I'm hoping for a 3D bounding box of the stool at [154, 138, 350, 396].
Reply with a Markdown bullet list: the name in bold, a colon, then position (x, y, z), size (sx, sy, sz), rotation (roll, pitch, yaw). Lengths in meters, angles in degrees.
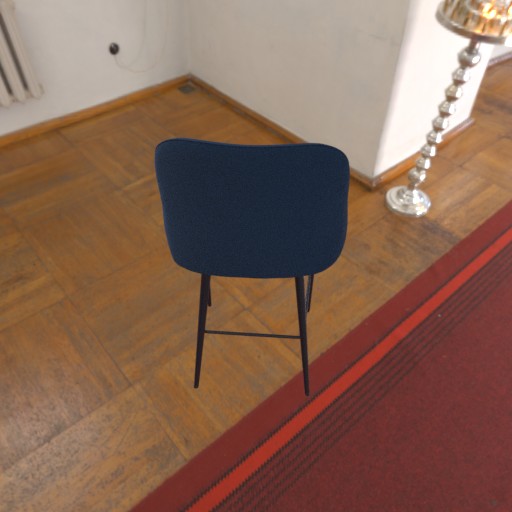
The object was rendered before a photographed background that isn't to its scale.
- **stool**: position (0.000, 0.000, 1.370), size (0.527, 1.079, 0.489), rotation (3, 46, 3)
